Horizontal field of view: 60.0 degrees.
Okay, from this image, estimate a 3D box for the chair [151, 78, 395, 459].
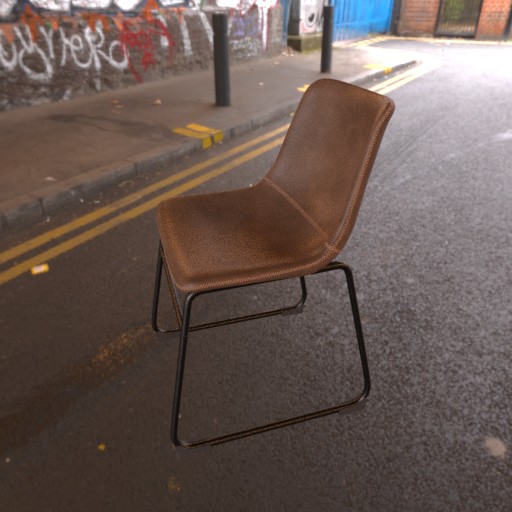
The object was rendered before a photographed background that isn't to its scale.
[{"bbox_3d":[0.000,0.000,1.119,0.551,0.780,0.460,-9,32,-15],"label":"chair"}]
